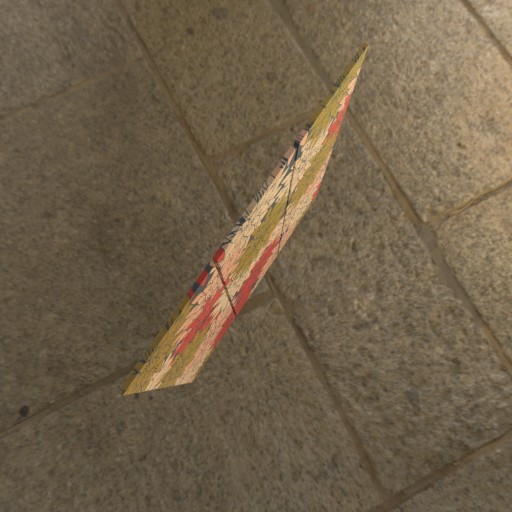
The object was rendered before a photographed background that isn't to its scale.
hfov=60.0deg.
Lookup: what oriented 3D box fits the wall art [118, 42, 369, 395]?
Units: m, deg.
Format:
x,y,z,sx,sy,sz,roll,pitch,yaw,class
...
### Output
x,y,z,sx,sy,sz,roll,pitch,yaw,class
0.000,0.000,1.348,0.013,0.913,0.904,33,78,8,wall art
